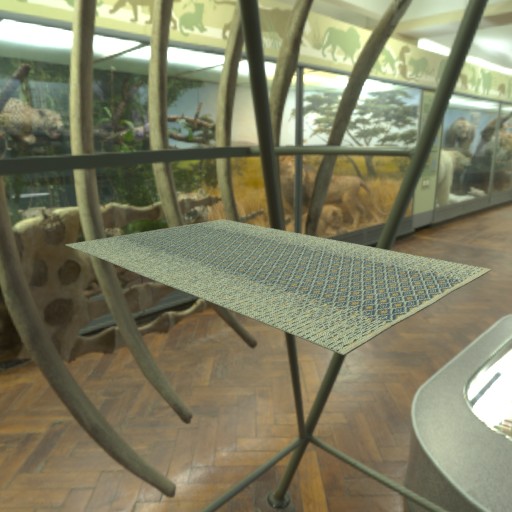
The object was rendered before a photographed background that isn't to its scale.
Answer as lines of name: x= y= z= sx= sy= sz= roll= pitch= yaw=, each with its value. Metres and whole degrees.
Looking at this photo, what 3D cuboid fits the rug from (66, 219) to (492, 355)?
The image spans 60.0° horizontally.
rug: x=0.000 y=0.000 z=2.960 sx=1.541 sy=0.008 sz=2.448 roll=-14 pitch=20 yaw=-43
